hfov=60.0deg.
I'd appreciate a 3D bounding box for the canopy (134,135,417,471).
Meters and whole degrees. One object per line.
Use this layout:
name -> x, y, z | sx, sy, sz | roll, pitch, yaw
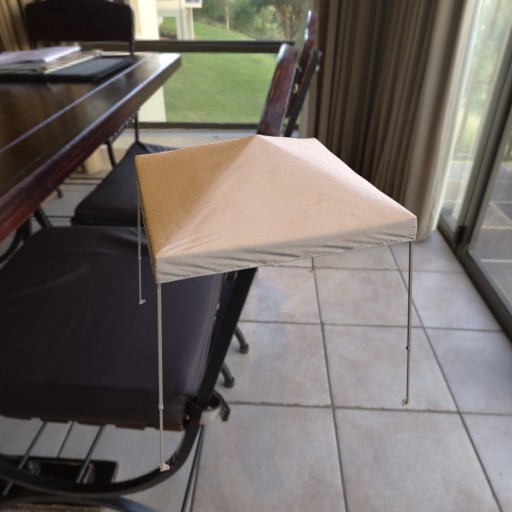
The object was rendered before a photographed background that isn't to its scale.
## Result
canopy -> 0.000, 0.000, 5.155 | 2.849, 2.849, 2.848 | -9, 34, -14
